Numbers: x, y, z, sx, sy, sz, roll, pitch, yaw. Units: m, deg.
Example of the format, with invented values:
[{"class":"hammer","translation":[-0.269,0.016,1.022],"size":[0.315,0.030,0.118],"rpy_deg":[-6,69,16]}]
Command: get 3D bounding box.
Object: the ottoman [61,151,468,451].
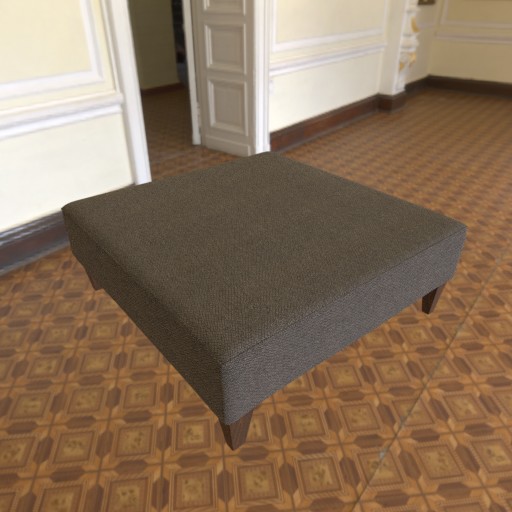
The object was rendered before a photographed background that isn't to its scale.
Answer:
[{"class":"ottoman","translation":[0.000,0.000,1.542],"size":[0.970,0.378,0.981],"rpy_deg":[-23,38,-33]}]
